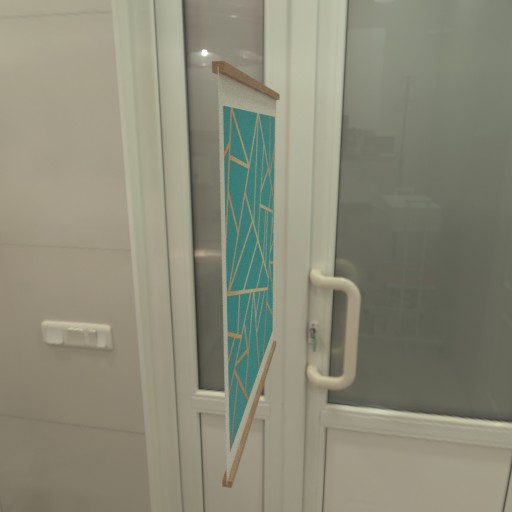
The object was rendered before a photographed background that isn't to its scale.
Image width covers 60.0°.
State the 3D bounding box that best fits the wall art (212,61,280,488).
[{"bbox_3d":[0.000,0.000,0.695,0.012,0.508,0.405,3,16,10],"label":"wall art"}]
